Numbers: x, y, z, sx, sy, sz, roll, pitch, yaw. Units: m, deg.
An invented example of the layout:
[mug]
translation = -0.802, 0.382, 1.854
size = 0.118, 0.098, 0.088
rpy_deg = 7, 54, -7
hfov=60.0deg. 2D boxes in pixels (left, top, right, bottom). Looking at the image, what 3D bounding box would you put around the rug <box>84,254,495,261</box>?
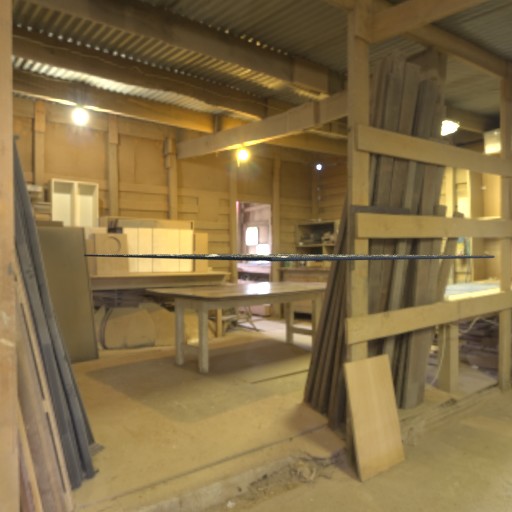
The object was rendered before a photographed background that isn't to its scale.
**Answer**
[rug]
translation = 0.000, 0.000, 2.846
size = 1.528, 0.014, 2.294
rpy_deg = 0, 1, -36
